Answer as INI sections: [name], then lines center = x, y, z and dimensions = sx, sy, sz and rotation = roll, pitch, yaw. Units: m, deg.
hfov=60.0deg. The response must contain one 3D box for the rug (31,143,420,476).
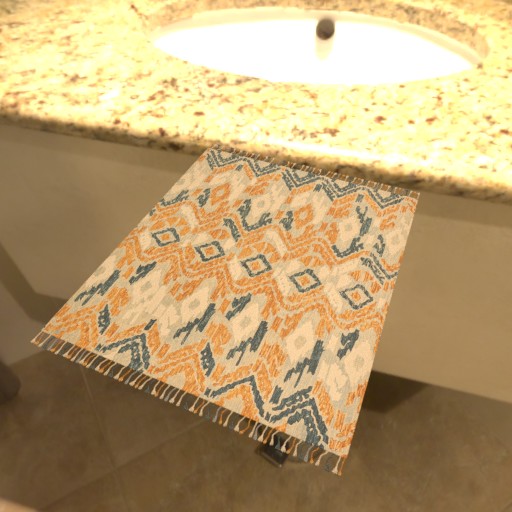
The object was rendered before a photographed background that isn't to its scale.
[rug]
center = 0.000, 0.000, 4.009
dimensions = 2.439, 0.010, 3.048
rotation = 17, 48, 16
